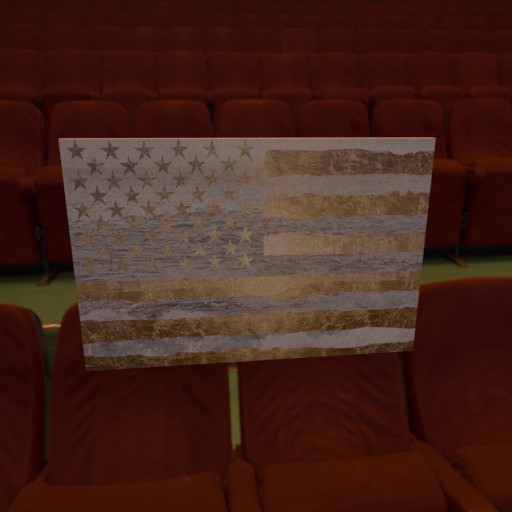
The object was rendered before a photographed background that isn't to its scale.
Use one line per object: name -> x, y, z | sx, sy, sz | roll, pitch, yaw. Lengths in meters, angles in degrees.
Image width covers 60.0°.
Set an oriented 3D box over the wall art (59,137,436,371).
wall art -> 0.000, 0.000, 1.186 | 0.932, 0.610, 0.027 | -2, 16, -7
